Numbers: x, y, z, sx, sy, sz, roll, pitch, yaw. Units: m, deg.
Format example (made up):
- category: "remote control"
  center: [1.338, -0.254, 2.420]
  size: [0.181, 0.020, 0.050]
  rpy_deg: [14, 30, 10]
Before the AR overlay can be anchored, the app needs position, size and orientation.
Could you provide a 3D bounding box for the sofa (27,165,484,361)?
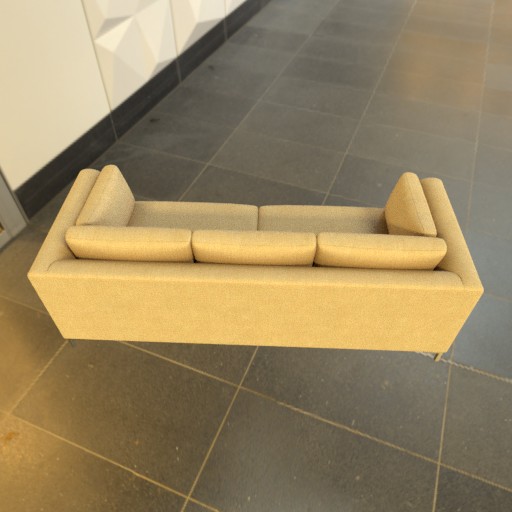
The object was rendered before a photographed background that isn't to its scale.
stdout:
- category: "sofa"
  center: [0.000, 0.000, 2.883]
  size: [2.415, 0.867, 0.969]
  rpy_deg: [2, 47, 2]
